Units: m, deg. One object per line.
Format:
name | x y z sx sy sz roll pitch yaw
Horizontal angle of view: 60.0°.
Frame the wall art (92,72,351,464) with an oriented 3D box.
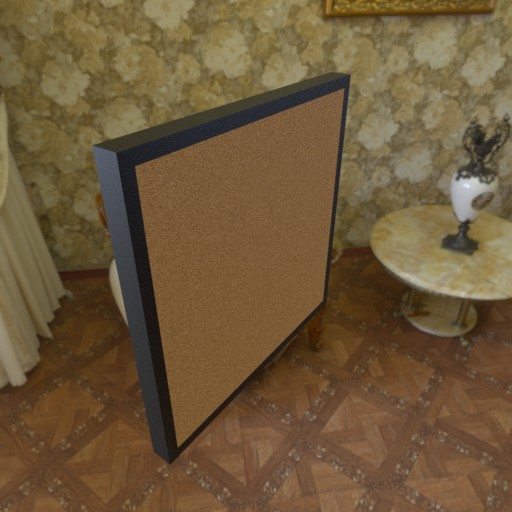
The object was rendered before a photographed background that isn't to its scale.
wall art | 0.000 0.000 0.747 0.038 0.508 0.508 21 38 30
